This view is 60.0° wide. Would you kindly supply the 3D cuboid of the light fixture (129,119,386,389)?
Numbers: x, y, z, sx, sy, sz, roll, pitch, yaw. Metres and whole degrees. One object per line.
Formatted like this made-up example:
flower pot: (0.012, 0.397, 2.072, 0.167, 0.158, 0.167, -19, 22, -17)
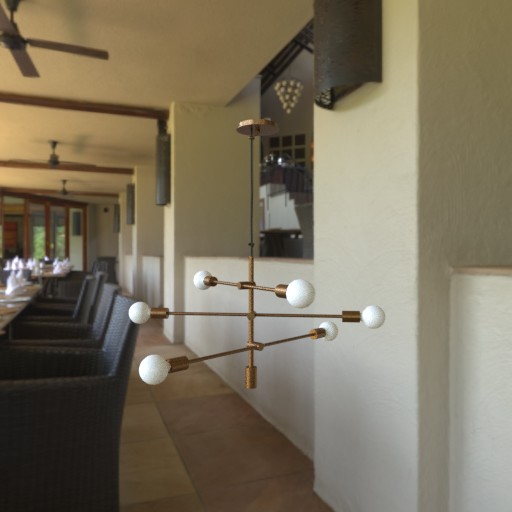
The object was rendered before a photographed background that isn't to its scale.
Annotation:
light fixture: (0.000, 0.000, 1.254, 0.682, 0.744, 0.637, 0, 0, -18)
